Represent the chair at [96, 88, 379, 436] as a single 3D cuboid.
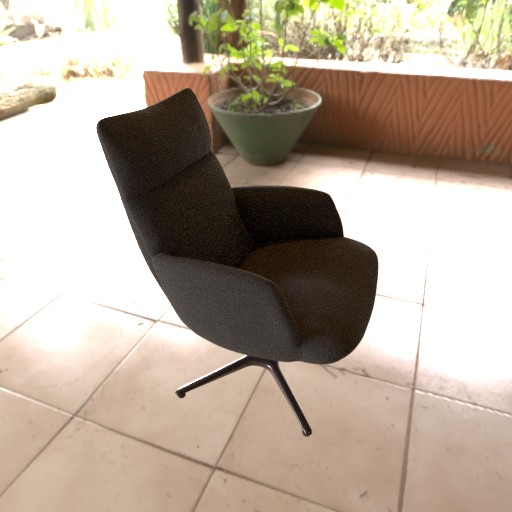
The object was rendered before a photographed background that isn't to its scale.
[{"bbox_3d":[0.000,0.000,1.535,0.831,0.984,0.702,11,32,17],"label":"chair"}]
